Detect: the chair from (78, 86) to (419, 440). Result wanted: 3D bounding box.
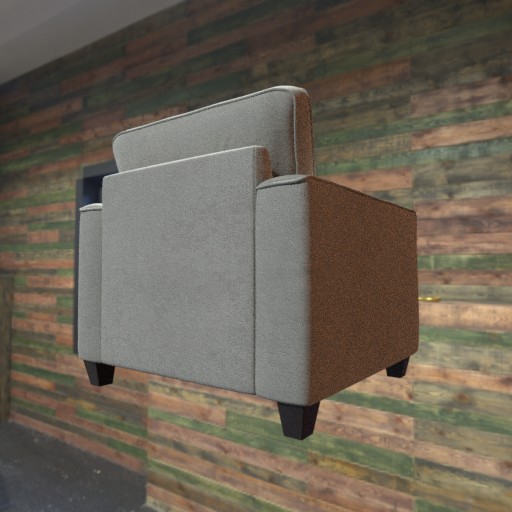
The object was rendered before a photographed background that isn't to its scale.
[{"bbox_3d":[0.000,0.000,1.737,1.015,0.965,0.939,-1,-2,36],"label":"chair"}]
